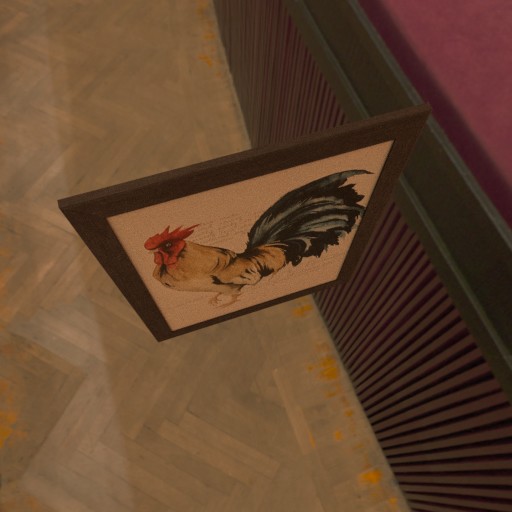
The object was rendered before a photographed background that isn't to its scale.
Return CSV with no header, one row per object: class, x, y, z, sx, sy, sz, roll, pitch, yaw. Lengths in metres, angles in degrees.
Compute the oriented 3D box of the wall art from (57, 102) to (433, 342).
wall art,0.000,0.000,0.794,0.476,0.570,0.013,-17,65,-8
